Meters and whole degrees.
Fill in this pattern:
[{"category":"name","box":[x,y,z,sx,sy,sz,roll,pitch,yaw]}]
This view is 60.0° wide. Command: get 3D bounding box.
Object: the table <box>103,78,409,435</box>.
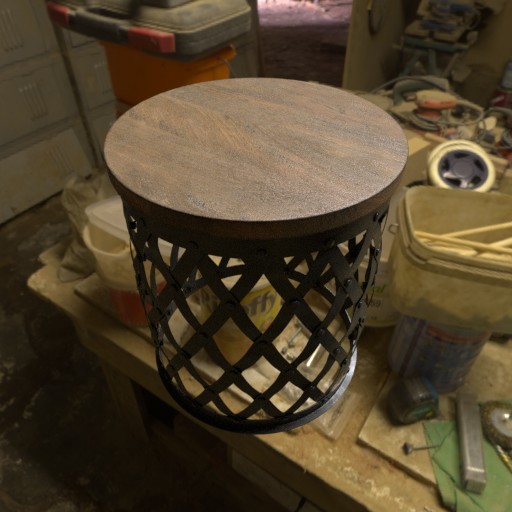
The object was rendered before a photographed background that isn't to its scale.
[{"category":"table","box":[0.000,0.000,0.755,0.405,0.454,0.405,0,42,0]}]
